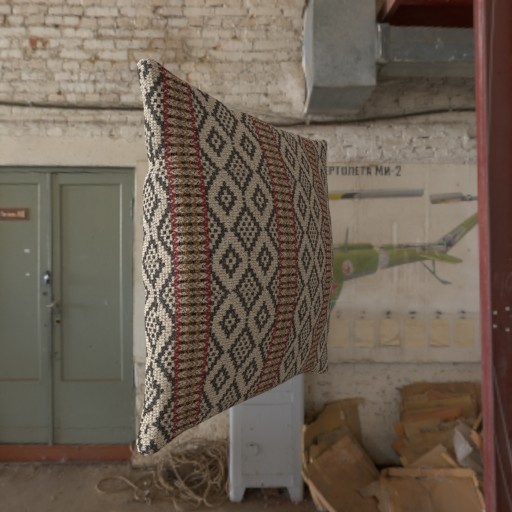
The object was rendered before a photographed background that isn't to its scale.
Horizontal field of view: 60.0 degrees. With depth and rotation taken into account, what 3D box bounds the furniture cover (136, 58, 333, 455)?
[{"bbox_3d":[0.000,0.000,0.763,0.182,0.506,0.503,0,0,35],"label":"furniture cover"}]
